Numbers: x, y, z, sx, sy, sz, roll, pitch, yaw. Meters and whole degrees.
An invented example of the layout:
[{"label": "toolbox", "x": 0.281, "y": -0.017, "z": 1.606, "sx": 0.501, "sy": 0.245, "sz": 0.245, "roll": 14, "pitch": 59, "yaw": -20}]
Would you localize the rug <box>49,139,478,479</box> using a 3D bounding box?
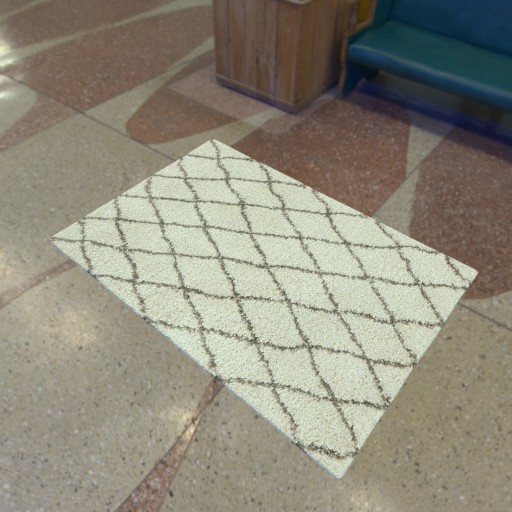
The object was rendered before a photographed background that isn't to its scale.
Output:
[{"label": "rug", "x": 0.000, "y": 0.000, "z": 2.211, "sx": 1.778, "sy": 0.030, "sz": 1.219, "roll": 32, "pitch": 55, "yaw": 26}]
